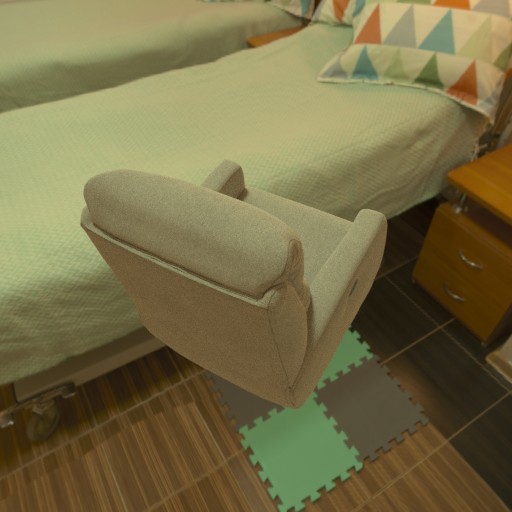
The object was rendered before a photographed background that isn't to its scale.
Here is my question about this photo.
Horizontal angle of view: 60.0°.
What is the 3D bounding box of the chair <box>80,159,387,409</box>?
[{"bbox_3d":[0.000,0.000,1.663,0.794,1.021,0.940,22,50,20],"label":"chair"}]
